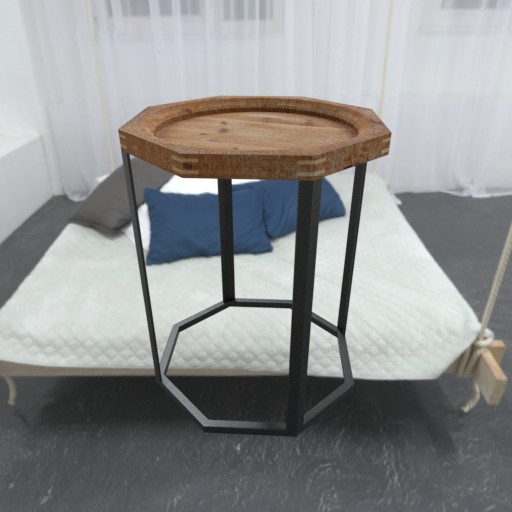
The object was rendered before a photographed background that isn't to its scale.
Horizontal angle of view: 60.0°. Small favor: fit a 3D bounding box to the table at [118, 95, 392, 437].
[{"bbox_3d":[0.000,0.000,0.894,0.458,0.543,0.458,-10,31,-17],"label":"table"}]
